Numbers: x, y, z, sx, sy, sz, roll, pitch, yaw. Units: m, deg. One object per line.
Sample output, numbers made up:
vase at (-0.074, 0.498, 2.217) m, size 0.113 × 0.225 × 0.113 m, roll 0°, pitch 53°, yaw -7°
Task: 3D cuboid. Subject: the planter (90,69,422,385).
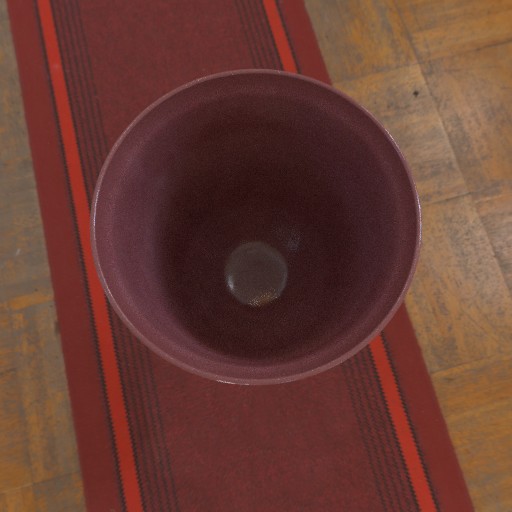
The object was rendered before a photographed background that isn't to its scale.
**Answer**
planter at (0.000, 0.000, 0.363) m, size 0.195 × 0.214 × 0.195 m, roll 0°, pitch 76°, yaw 0°
